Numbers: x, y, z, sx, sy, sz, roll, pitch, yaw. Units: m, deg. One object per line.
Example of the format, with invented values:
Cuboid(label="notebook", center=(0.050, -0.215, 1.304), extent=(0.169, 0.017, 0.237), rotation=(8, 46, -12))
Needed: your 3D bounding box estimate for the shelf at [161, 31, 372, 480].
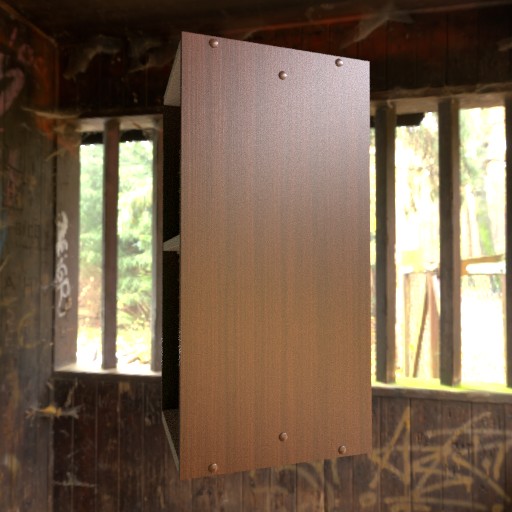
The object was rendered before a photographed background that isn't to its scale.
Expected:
Cuboid(label="shelf", center=(0.000, 0.000, 0.755), extent=(0.290, 0.600, 0.253), rotation=(0, -2, -18))
